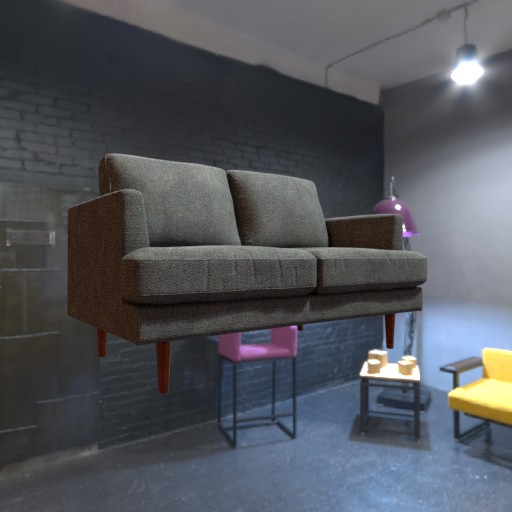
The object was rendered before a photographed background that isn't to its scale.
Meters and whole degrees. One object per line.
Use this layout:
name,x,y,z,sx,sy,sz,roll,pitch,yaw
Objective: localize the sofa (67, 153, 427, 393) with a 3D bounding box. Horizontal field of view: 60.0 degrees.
sofa,0.000,0.000,2.174,1.582,0.956,0.903,0,0,-36
